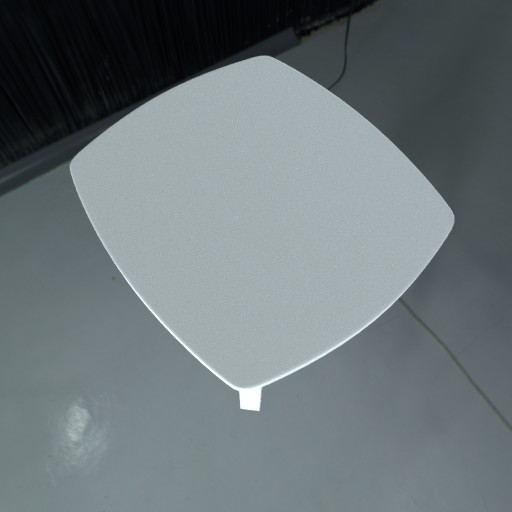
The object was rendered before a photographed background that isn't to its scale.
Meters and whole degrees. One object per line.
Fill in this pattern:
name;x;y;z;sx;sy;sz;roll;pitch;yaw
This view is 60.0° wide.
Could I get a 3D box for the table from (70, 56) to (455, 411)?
table;0.000;0.000;0.850;0.451;0.438;0.502;-35;68;-16
